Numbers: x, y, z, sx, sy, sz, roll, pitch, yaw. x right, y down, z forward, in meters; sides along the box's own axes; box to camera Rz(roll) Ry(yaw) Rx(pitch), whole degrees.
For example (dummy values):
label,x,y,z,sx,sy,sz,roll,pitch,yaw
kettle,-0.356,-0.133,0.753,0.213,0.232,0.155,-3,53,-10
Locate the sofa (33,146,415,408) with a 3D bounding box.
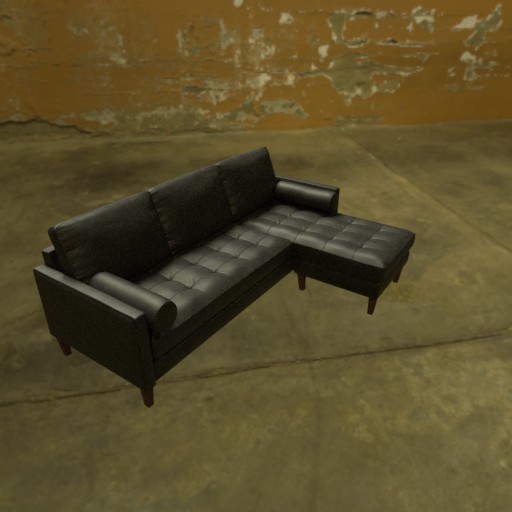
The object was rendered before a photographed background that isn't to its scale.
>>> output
label,x,y,z,sx,sy,sz,roll,pitch,yaw
sofa,0.000,0.000,2.911,1.497,0.876,2.178,18,33,30
